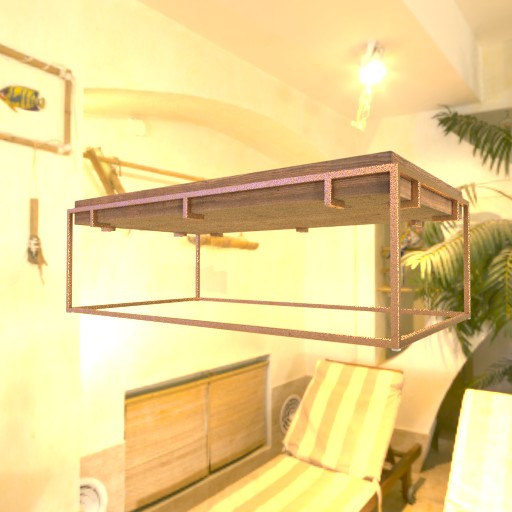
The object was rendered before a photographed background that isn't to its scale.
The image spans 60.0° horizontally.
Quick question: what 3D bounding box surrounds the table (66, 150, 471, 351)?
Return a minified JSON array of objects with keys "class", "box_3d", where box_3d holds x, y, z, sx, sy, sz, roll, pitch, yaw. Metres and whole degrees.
[{"class":"table","box_3d":[0.000,0.000,1.735,1.387,0.468,0.775,-1,-2,37]}]
